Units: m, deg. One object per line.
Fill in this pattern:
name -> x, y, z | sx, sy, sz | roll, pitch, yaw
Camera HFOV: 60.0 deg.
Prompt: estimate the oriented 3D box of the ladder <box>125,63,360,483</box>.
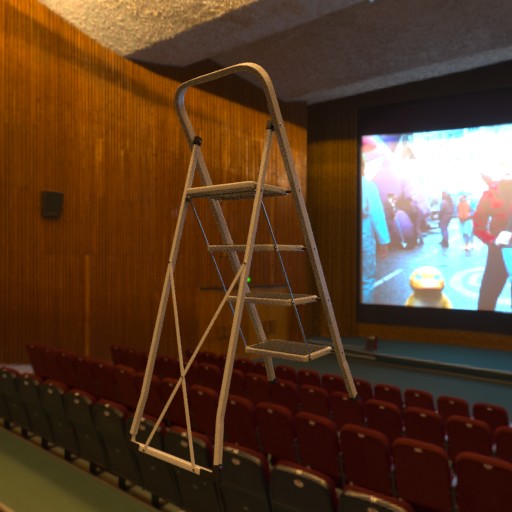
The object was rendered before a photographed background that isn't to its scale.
ladder -> 0.000, 0.000, 1.712 | 0.460, 1.265, 0.914 | 0, 0, 36
